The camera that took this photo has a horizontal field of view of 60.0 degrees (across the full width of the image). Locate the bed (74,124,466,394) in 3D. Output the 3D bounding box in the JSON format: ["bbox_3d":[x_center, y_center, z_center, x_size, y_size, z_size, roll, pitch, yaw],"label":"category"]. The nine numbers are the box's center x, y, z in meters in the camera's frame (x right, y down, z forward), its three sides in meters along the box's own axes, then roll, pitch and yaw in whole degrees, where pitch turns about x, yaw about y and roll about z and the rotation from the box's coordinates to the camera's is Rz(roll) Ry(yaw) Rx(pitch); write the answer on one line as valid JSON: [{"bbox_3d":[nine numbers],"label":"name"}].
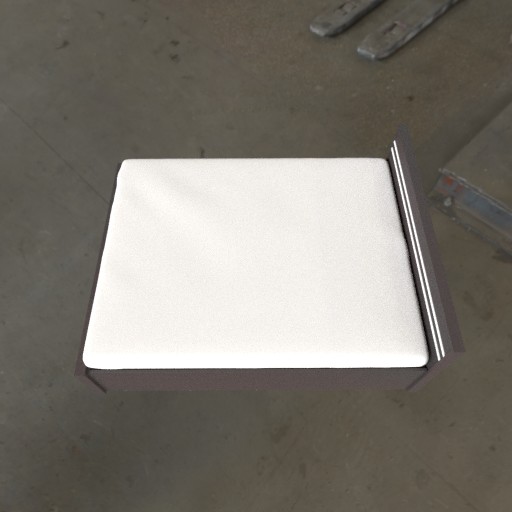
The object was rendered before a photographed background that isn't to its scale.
[{"bbox_3d":[0.000,0.000,2.994,2.103,0.808,1.634,0,59,0],"label":"bed"}]
